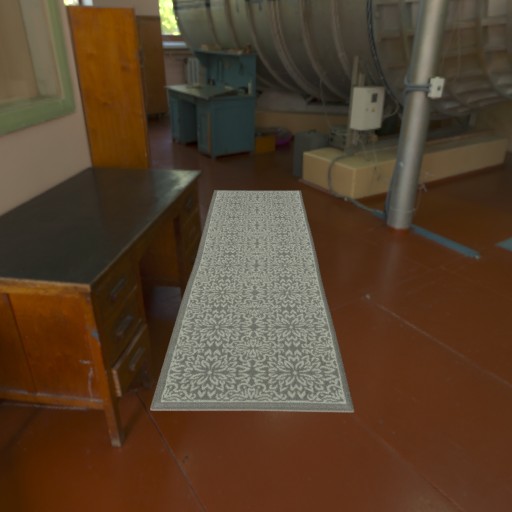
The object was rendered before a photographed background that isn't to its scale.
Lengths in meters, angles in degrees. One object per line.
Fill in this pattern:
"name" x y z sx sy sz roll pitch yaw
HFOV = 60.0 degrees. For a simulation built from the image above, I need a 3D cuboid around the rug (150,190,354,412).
"rug" 0.000 0.000 2.408 0.662 0.011 2.196 0 27 1
